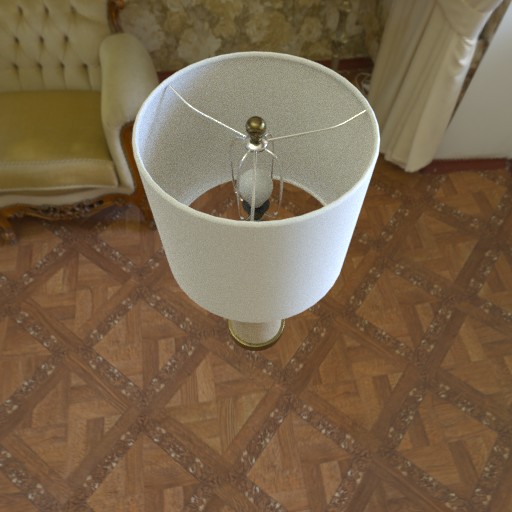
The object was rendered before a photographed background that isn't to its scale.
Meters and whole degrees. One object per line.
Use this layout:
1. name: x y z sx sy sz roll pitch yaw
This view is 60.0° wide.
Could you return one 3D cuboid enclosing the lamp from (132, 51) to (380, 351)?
1. lamp: 0.000 0.000 0.809 0.305 0.634 0.305 31 63 18
